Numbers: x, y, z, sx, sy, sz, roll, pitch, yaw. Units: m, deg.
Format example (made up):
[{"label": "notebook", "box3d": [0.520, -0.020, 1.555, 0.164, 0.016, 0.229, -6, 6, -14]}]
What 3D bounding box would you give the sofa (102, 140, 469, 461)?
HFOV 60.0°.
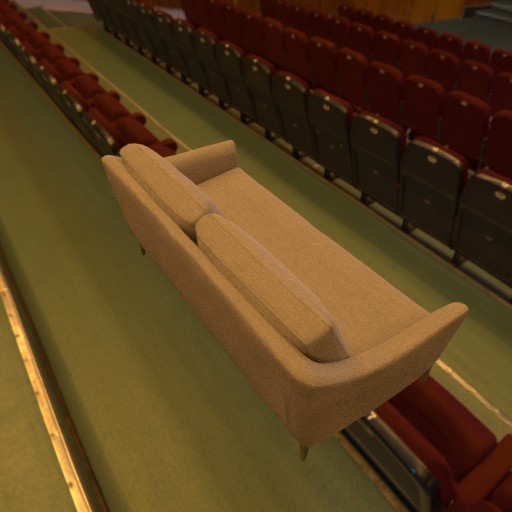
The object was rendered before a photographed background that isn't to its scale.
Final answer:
[{"label": "sofa", "box3d": [0.000, 0.000, 2.525, 0.980, 0.913, 2.036, -25, 47, -25]}]
